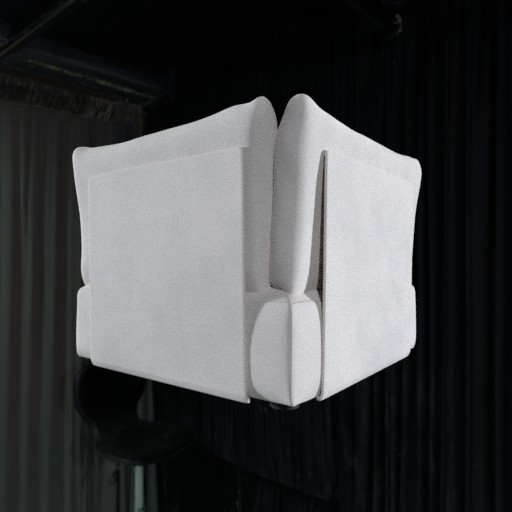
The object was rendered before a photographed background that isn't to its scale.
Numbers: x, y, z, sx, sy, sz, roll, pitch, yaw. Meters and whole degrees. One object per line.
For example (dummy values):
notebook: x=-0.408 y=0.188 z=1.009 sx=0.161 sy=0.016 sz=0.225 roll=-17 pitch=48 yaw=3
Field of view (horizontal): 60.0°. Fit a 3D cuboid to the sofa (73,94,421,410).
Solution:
sofa: x=0.000 y=0.000 z=1.743 sx=1.000 sy=0.820 sz=1.000 roll=0 pitch=-1 yaw=37
